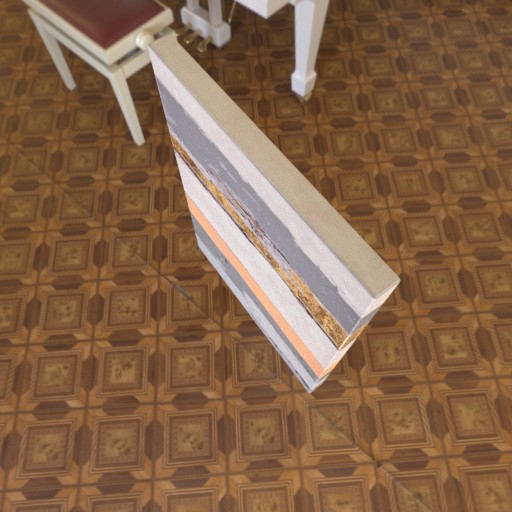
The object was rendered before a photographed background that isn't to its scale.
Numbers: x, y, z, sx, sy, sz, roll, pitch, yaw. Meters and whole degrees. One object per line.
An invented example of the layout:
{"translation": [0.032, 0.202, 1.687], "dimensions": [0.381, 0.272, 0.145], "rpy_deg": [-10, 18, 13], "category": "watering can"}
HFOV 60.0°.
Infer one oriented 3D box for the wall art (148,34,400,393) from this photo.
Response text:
{"translation": [0.000, 0.000, 0.802], "dimensions": [0.038, 0.609, 0.456], "rpy_deg": [-33, 69, -15], "category": "wall art"}
